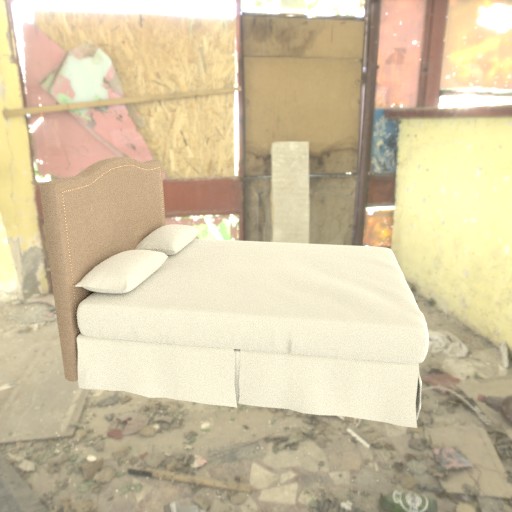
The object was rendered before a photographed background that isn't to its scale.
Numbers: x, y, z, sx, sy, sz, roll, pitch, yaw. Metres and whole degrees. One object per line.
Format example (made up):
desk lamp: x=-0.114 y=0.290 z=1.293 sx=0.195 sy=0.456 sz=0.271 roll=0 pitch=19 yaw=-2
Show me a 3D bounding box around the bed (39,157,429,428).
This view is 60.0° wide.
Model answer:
bed: x=0.000 y=0.000 z=3.370 sx=2.282 sy=1.436 sz=1.821 roll=3 pitch=17 yaw=9
